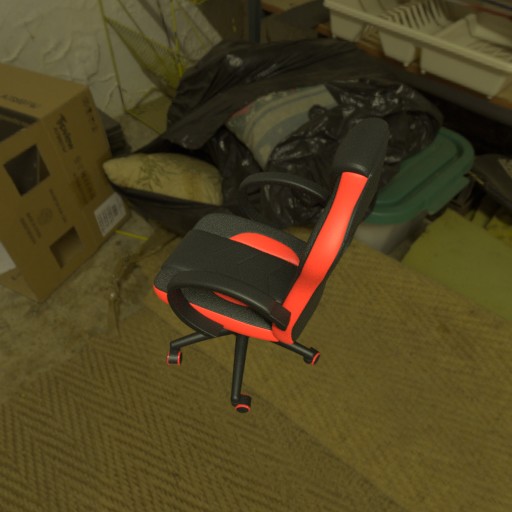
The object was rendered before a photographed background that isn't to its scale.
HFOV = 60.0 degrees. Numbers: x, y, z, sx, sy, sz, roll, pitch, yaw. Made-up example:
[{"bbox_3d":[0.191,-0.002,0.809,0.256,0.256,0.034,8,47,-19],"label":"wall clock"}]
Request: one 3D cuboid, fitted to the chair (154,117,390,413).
[{"bbox_3d":[0.000,0.000,1.431,0.642,1.016,0.600,17,48,16],"label":"chair"}]
